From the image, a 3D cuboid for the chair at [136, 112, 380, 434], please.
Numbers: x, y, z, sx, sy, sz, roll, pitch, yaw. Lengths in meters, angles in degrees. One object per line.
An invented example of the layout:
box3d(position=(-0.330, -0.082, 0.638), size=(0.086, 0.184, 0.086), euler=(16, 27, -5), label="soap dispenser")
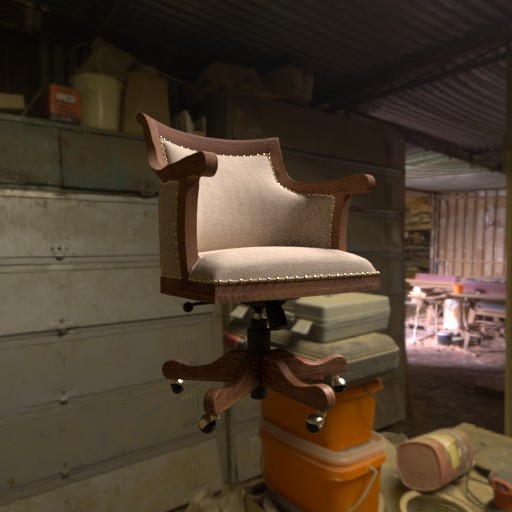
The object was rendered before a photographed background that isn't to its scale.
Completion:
box3d(position=(0.000, 0.000, 1.473), size=(0.656, 0.965, 0.689), euler=(-1, 2, -36), label="chair")
